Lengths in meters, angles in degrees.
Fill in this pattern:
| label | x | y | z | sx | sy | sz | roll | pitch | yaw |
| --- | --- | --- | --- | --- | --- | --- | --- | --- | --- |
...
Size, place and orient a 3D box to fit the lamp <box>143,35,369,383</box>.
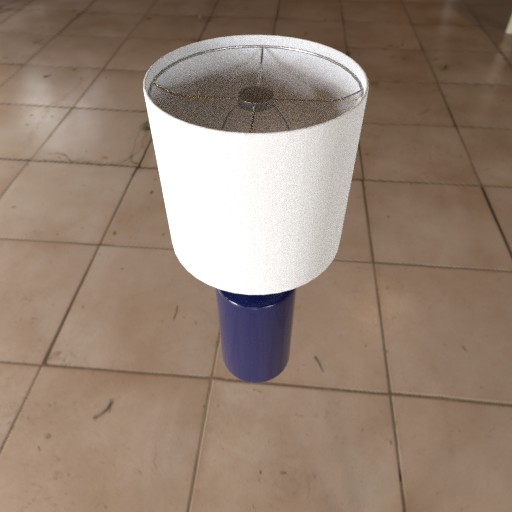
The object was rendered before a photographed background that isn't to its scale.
| label | x | y | z | sx | sy | sz | roll | pitch | yaw |
| --- | --- | --- | --- | --- | --- | --- | --- | --- | --- |
| lamp | 0.000 | 0.000 | 0.598 | 0.212 | 0.493 | 0.212 | 3 | 46 | 3 |
